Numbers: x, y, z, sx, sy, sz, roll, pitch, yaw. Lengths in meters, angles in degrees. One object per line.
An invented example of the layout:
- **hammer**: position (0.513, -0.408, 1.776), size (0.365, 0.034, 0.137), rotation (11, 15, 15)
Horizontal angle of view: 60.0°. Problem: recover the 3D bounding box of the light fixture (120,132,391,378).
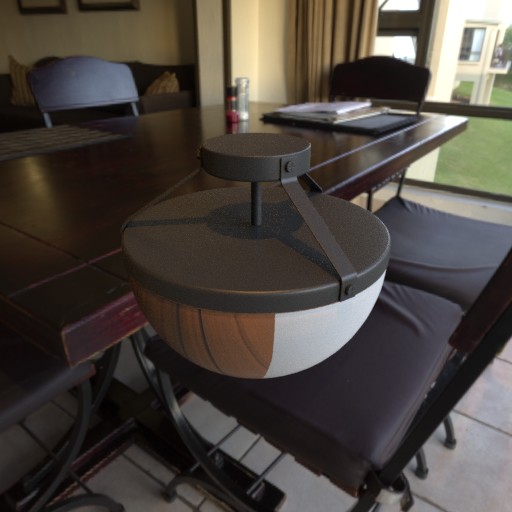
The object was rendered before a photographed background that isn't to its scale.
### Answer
- **light fixture**: position (0.000, 0.000, 0.532), size (0.304, 0.269, 0.304), rotation (0, 26, 0)
